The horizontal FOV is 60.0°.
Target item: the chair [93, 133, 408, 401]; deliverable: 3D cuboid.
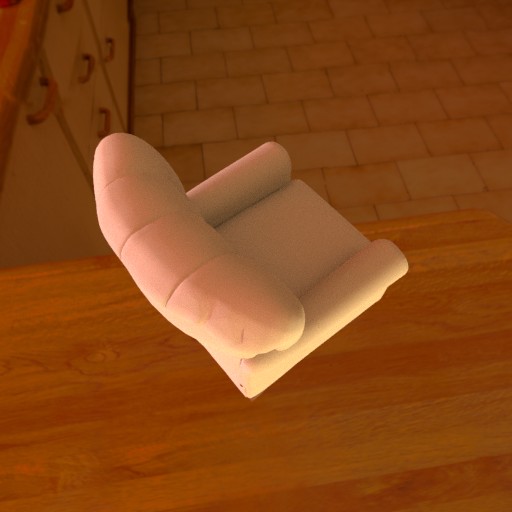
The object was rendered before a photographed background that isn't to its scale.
[{"bbox_3d":[0.000,0.000,2.099,1.128,1.217,1.090,-34,64,-19],"label":"chair"}]
